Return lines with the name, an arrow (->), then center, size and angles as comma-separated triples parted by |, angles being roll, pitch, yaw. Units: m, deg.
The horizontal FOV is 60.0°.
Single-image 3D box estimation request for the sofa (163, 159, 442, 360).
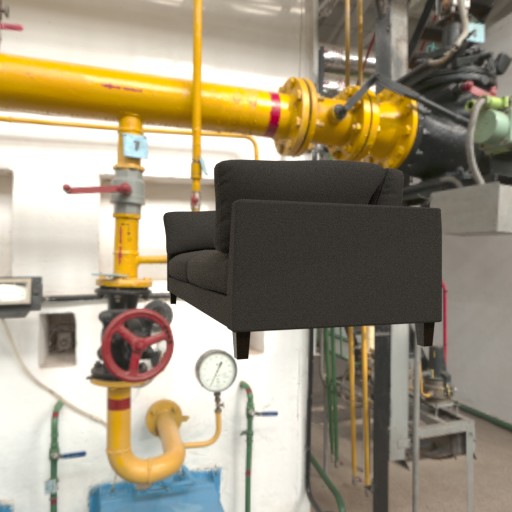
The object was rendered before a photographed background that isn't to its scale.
sofa -> 0.000, 0.000, 2.823 | 0.969, 0.792, 2.312 | 0, 0, -17
